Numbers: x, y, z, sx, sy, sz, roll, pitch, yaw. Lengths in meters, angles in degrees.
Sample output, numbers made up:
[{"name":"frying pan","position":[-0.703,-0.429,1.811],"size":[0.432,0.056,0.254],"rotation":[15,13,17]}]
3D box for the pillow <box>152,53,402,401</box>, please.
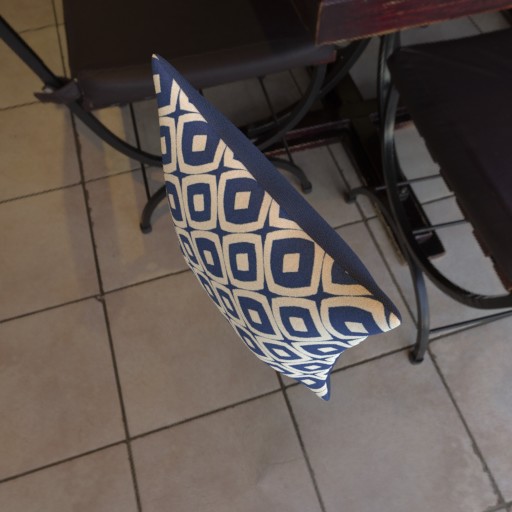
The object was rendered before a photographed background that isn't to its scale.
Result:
[{"name":"pillow","position":[0.000,0.000,0.764],"size":[0.188,0.494,0.504],"rotation":[-33,67,-16]}]
